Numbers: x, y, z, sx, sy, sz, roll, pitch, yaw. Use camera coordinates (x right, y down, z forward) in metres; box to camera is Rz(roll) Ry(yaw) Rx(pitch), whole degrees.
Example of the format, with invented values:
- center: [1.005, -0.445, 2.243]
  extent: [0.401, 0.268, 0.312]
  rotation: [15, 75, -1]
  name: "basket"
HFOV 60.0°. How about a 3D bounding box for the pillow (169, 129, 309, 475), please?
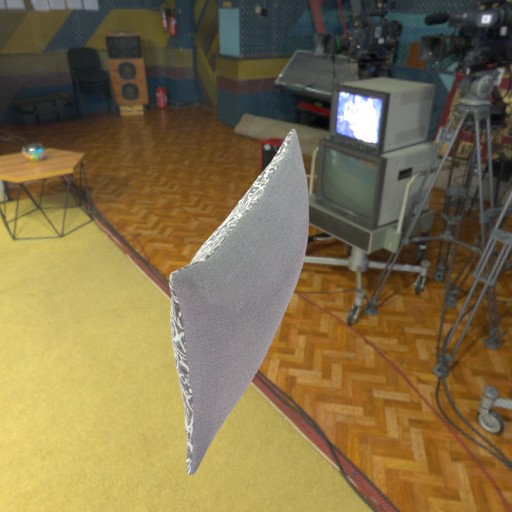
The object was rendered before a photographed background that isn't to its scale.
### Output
- center: [0.000, 0.000, 0.747]
  extent: [0.148, 0.290, 0.631]
  rotation: [8, 30, 13]
  name: "pillow"
